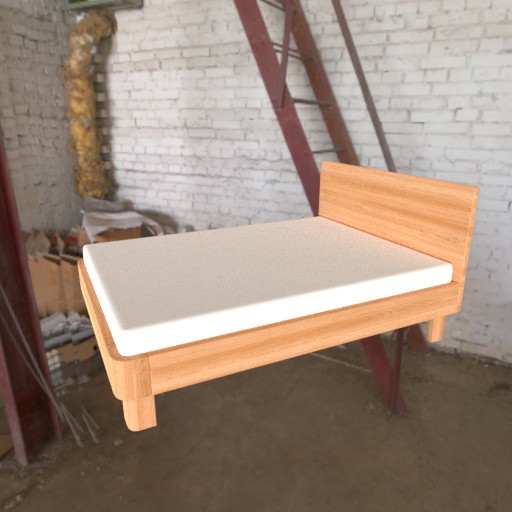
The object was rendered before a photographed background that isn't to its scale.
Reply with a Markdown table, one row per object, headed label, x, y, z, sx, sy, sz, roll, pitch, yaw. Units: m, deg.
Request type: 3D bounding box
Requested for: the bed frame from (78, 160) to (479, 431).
| label | x | y | z | sx | sy | sz | roll | pitch | yaw |
| --- | --- | --- | --- | --- | --- | --- | --- | --- | --- |
| bed frame | 0.000 | 0.000 | 2.768 | 1.992 | 0.940 | 1.472 | -9 | 20 | -25 |
